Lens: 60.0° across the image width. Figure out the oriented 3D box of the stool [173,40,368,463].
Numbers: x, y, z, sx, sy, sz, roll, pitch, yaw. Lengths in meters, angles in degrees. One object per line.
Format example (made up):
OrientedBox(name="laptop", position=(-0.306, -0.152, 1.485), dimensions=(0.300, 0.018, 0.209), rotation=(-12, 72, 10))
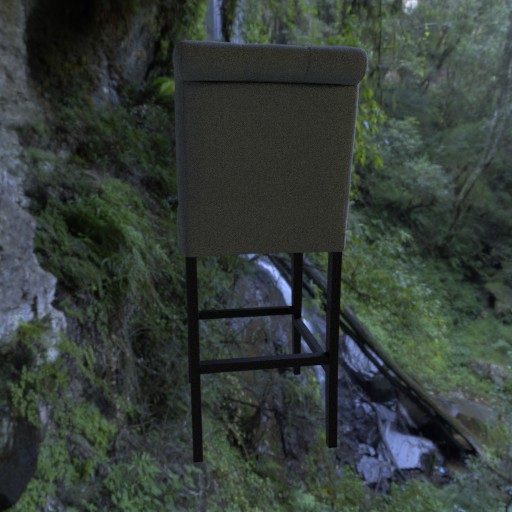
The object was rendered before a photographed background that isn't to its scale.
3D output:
OrientedBox(name="stool", position=(0.000, 0.000, 1.412), dimensions=(0.493, 1.140, 0.601), rotation=(-2, 13, -9))
